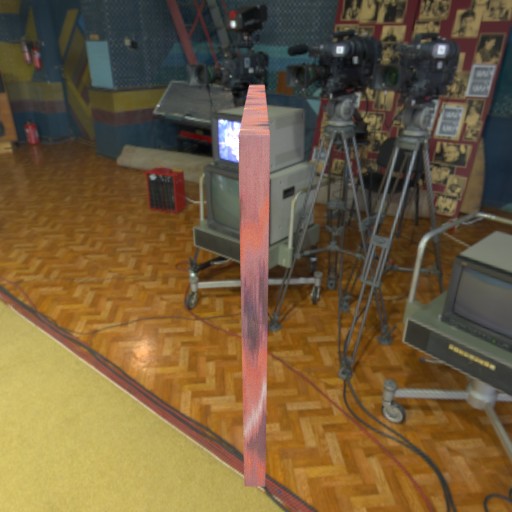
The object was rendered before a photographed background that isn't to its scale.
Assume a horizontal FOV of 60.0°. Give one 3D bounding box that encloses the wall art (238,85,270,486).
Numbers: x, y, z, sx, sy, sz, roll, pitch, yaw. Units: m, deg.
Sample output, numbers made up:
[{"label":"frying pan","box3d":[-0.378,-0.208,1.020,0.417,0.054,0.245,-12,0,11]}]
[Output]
[{"label":"wall art","box3d":[0.000,0.000,0.915,0.037,0.609,0.603,0,26,0]}]
